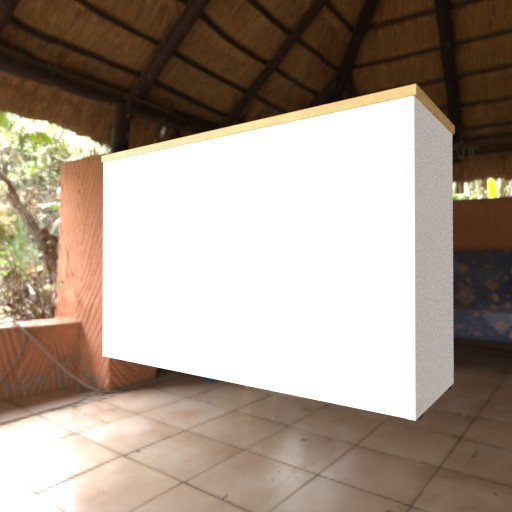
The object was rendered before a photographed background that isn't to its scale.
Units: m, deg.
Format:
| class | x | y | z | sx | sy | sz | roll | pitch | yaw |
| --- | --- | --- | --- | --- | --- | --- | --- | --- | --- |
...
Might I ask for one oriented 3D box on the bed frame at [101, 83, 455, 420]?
| class | x | y | z | sx | sy | sz | roll | pitch | yaw |
| --- | --- | --- | --- | --- | --- | --- | --- | --- | --- |
| bed frame | 0.000 | 0.000 | 1.657 | 1.300 | 0.850 | 0.430 | -1 | -1 | 36 |
